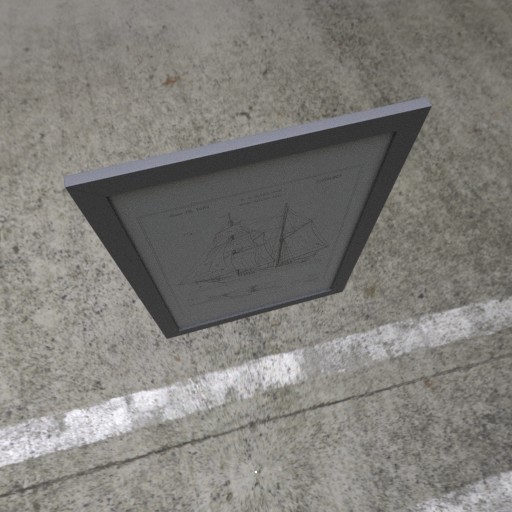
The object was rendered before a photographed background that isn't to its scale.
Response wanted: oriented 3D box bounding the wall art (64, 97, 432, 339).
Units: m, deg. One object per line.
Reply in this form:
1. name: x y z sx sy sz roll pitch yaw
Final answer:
1. wall art: 0.000 0.000 0.684 0.380 0.534 0.013 -14 65 -7
